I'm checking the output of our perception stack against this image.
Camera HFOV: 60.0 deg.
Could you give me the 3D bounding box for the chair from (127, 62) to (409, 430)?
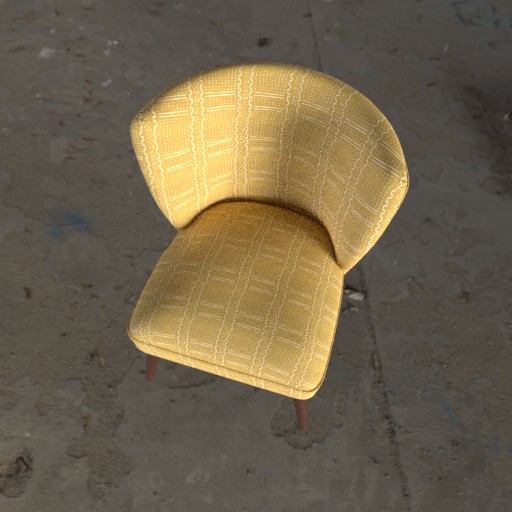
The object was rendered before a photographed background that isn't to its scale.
[{"bbox_3d":[0.000,0.000,1.391,0.706,0.866,0.758,15,60,9],"label":"chair"}]
